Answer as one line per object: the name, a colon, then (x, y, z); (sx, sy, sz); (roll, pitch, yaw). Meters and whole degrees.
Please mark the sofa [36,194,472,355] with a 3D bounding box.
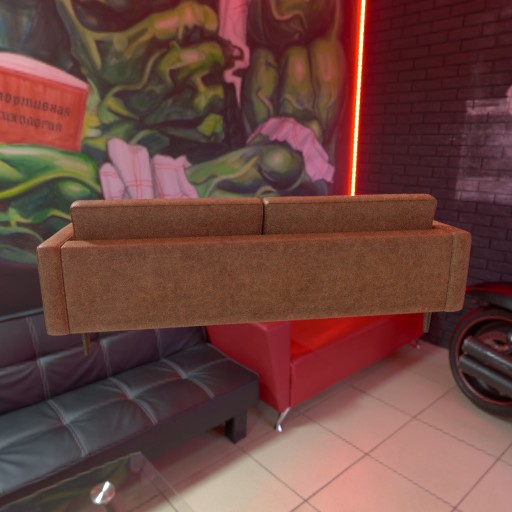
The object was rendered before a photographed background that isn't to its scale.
sofa: (0.000, 0.000, 2.659); (2.200, 0.770, 0.919); (-2, 15, -8)
